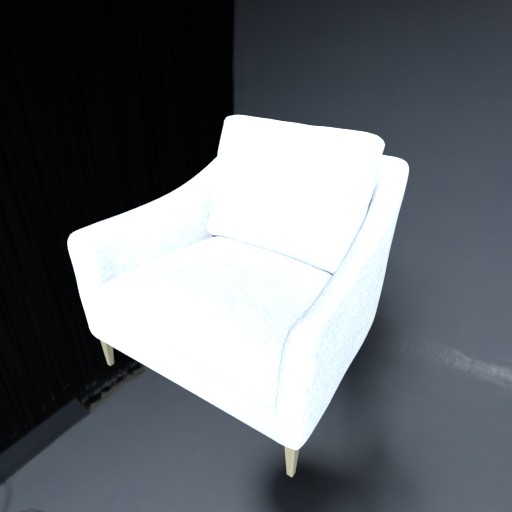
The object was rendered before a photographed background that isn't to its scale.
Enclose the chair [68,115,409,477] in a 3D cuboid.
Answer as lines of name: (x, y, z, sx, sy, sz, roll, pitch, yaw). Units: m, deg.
chair: (0.000, 0.000, 1.686, 0.986, 0.902, 0.961, 18, 33, 31)
